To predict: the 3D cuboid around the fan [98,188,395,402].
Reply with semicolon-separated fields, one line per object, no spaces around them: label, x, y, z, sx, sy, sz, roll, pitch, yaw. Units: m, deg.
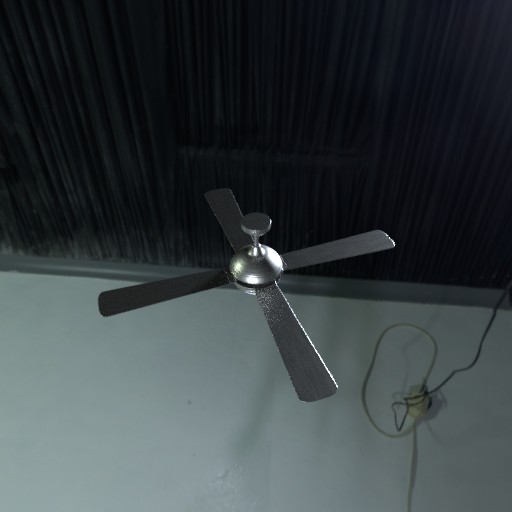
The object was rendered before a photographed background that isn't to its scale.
fan;0.000;0.000;1.957;1.321;0.381;1.321;1;41;1
